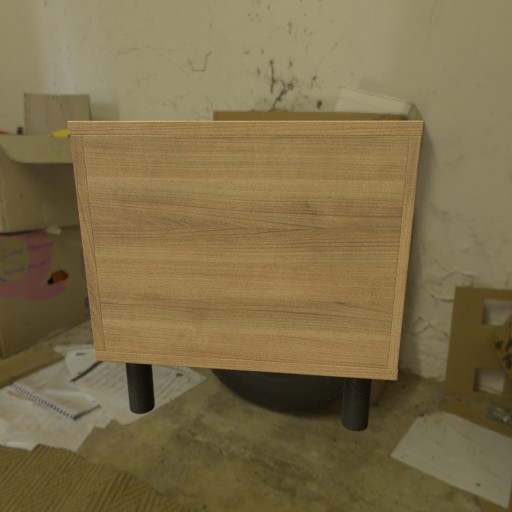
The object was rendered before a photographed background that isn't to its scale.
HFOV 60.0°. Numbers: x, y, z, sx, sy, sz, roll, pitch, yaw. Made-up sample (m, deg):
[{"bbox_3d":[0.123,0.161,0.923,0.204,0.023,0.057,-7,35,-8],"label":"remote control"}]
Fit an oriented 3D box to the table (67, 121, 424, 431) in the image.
[{"bbox_3d":[0.000,0.000,0.793,0.445,0.460,0.380,2,17,7],"label":"table"}]
